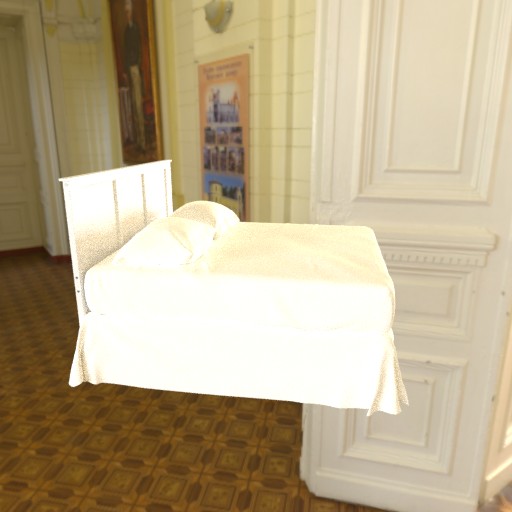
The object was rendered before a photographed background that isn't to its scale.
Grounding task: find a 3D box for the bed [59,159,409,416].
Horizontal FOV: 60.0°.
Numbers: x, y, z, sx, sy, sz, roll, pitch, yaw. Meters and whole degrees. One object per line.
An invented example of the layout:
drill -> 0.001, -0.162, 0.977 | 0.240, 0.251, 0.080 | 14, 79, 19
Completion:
bed -> 0.000, 0.000, 3.279 | 2.047, 1.269, 1.876 | 3, 16, 10
